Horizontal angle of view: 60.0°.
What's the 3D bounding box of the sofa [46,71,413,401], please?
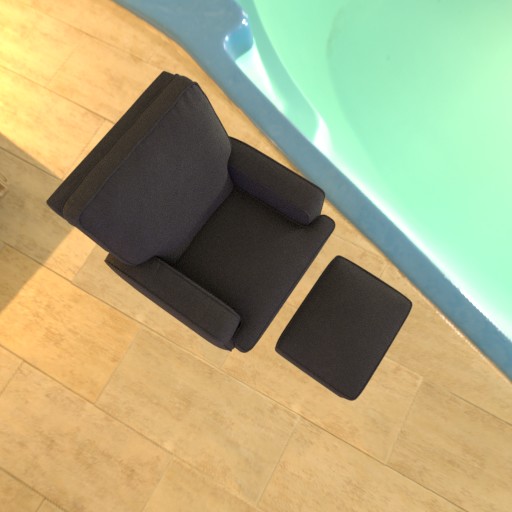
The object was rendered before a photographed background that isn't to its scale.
[{"bbox_3d":[0.000,0.000,2.022,1.472,0.959,0.861,34,76,9],"label":"sofa"}]
